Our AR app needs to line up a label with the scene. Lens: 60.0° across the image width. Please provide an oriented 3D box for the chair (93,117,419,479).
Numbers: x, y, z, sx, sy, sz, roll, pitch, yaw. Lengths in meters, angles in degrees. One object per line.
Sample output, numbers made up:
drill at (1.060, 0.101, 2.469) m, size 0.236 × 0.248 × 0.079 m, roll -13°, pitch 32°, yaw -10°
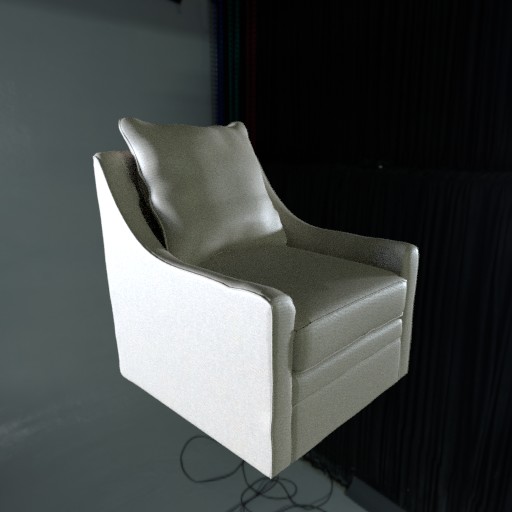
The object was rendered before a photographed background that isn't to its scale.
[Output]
chair at (0.000, 0.000, 1.563) m, size 0.876 × 0.942 × 0.760 m, roll 14°, pitch 20°, yaw 43°
